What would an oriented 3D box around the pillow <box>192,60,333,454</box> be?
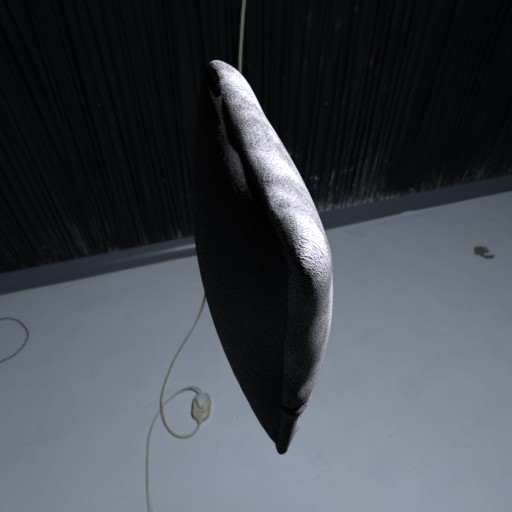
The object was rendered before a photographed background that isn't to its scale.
[{"bbox_3d":[0.000,0.000,0.787,0.204,0.520,0.522,-11,48,-10],"label":"pillow"}]
